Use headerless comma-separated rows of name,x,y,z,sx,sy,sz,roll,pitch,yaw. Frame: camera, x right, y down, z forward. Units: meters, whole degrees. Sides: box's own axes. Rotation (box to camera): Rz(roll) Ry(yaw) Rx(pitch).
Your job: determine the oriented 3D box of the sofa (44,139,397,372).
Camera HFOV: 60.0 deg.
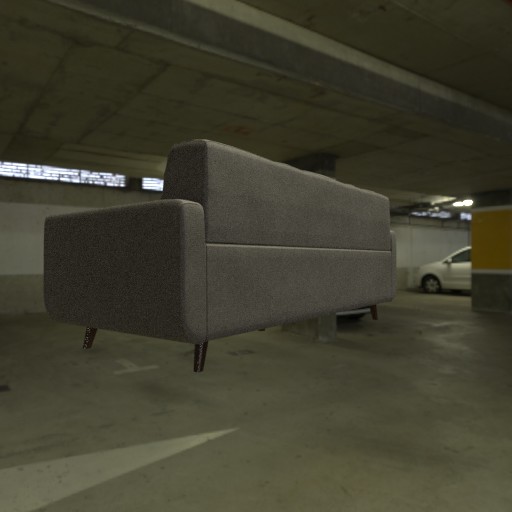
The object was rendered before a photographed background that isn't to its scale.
sofa,0.000,0.000,2.492,0.909,0.841,2.029,0,0,36
